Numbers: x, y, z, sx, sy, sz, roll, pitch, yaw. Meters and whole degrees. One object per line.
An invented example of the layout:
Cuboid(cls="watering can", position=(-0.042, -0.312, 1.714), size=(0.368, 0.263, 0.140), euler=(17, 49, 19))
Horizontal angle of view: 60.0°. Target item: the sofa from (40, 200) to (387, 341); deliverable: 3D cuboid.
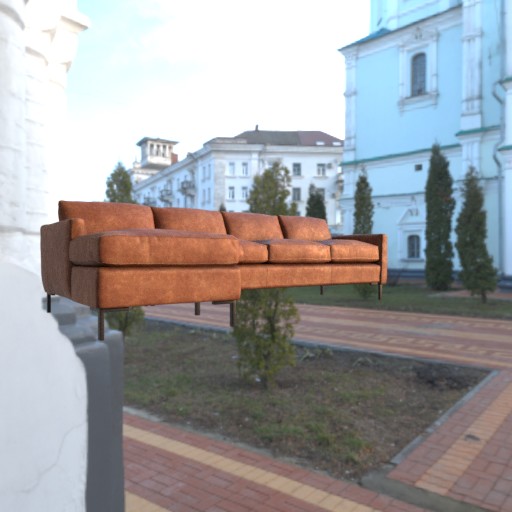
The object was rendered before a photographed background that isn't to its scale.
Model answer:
Cuboid(cls="sofa", position=(0.000, 0.000, 3.623), size=(2.993, 0.859, 1.471), euler=(0, 0, -36))
